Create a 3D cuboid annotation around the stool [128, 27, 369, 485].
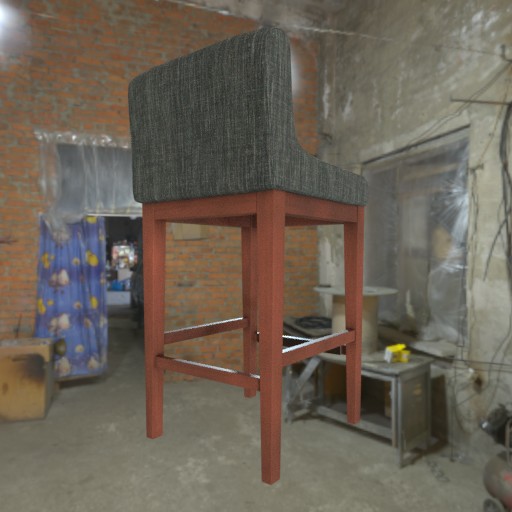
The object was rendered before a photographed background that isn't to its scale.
[{"bbox_3d":[0.000,0.000,1.061,0.395,0.835,0.459,0,0,37],"label":"stool"}]
